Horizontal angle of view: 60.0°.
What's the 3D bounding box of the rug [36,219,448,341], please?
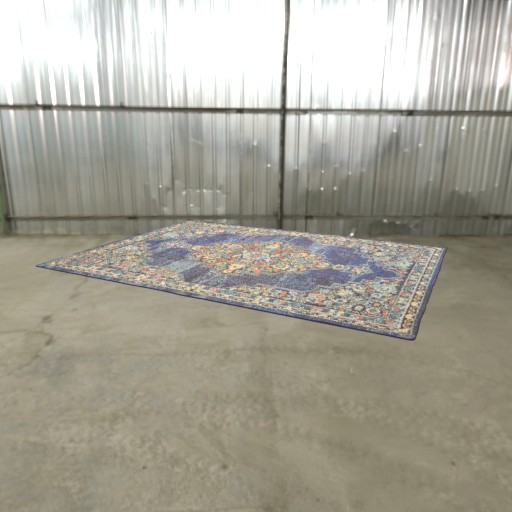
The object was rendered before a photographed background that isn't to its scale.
[{"bbox_3d":[0.000,0.000,2.929,2.232,0.009,1.630,8,18,26],"label":"rug"}]
